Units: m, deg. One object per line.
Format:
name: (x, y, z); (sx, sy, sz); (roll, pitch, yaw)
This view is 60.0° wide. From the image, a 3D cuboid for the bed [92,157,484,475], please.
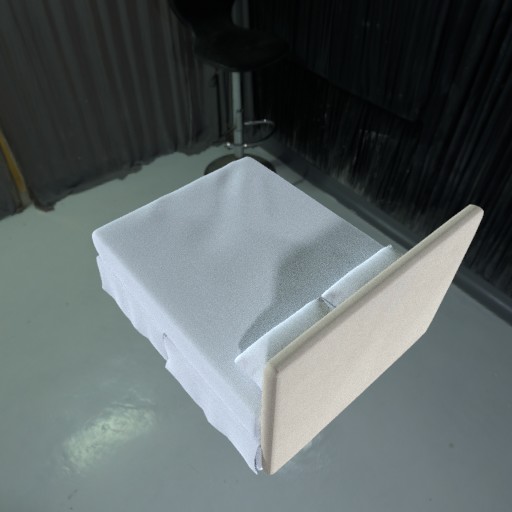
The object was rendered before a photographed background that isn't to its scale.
bed: (0.000, 0.000, 3.195); (1.723, 1.330, 2.142); (-32, 54, -27)
